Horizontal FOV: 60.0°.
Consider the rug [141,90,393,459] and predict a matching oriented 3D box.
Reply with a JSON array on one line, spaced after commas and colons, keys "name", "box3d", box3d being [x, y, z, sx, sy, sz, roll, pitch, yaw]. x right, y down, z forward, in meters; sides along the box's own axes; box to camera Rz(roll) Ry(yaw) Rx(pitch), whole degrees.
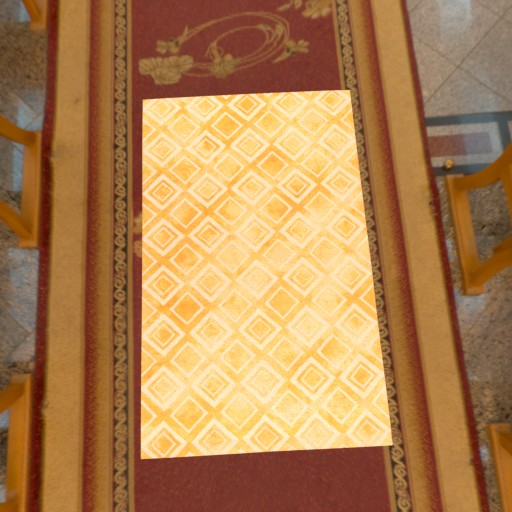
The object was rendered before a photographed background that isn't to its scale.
[{"name": "rug", "box3d": [0.000, 0.000, 2.939, 1.511, 0.010, 2.424, -3, 76, -1]}]
